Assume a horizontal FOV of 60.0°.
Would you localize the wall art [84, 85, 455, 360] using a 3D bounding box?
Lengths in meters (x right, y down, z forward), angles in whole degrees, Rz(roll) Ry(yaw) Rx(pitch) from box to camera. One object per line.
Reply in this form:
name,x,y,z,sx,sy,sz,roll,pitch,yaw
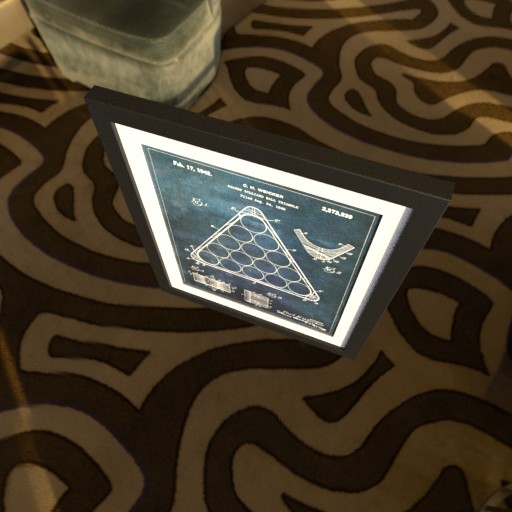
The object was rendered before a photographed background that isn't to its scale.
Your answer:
wall art,0.000,0.000,0.711,0.432,0.508,0.025,18,60,11
